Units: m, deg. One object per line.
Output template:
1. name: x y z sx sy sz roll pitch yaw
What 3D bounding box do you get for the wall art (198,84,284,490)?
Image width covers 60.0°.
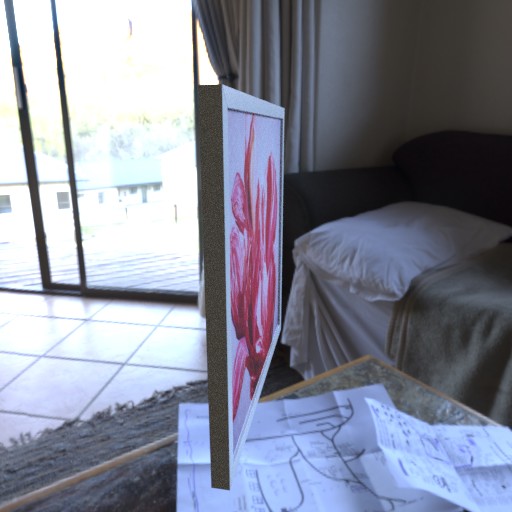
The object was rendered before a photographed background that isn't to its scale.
1. wall art: 0.000 0.000 0.683 0.023 0.453 0.455 3 16 10
